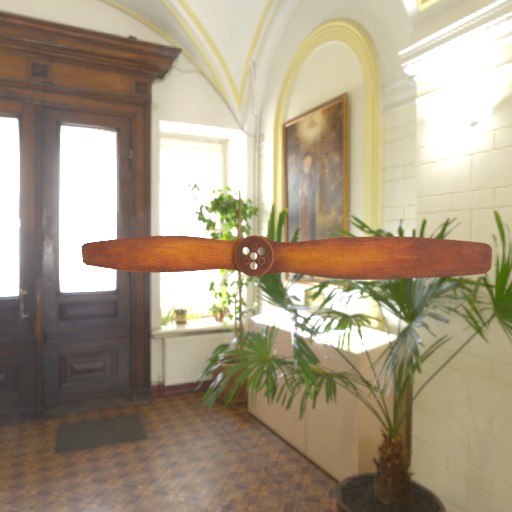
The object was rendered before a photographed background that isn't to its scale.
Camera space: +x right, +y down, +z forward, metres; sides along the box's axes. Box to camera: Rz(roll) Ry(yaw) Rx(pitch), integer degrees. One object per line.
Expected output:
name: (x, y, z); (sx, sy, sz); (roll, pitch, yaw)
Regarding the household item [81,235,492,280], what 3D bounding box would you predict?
household item: (0.000, 0.000, 1.238); (1.181, 0.121, 0.051); (0, 1, 18)
